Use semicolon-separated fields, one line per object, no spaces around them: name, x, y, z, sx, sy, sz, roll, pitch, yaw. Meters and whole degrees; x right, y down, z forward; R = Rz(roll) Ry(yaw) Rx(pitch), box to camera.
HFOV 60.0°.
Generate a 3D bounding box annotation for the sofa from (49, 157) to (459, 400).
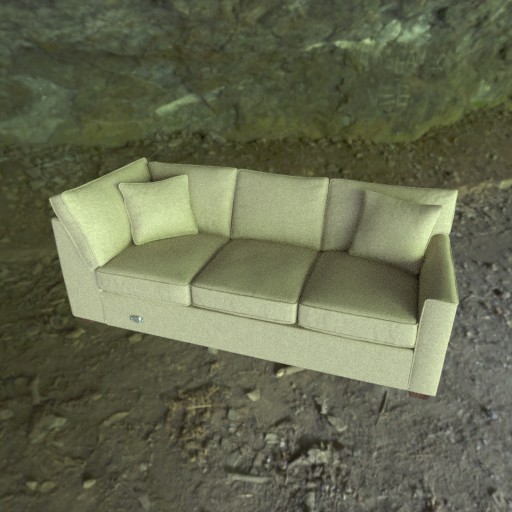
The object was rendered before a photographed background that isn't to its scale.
sofa;0.000;0.000;2.869;2.323;0.948;1.053;9;28;17
